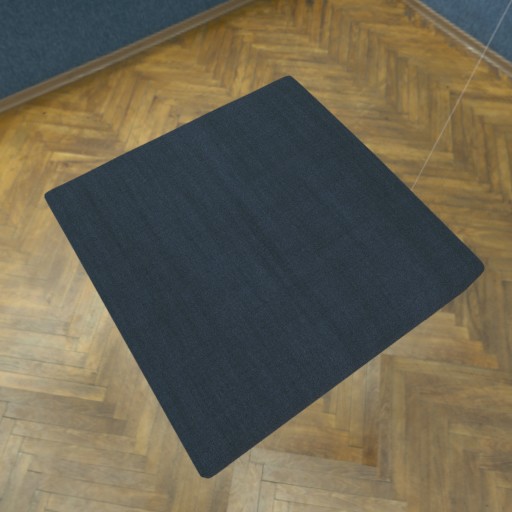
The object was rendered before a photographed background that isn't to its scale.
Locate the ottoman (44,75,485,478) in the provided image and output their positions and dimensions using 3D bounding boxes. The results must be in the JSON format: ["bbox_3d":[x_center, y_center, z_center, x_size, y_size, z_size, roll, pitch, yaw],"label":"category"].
[{"bbox_3d":[0.000,0.000,1.360,0.889,0.411,0.890,-31,67,-15],"label":"ottoman"}]
